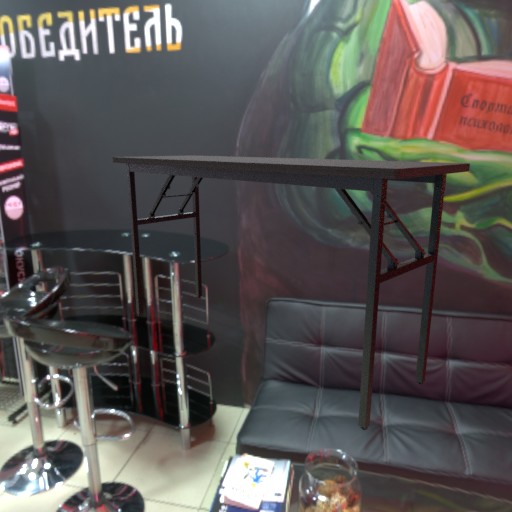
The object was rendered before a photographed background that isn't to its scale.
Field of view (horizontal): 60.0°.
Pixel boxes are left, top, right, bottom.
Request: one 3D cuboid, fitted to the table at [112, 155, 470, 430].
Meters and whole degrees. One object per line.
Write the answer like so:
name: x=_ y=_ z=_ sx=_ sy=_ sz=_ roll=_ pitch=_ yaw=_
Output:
table: x=0.000 y=0.000 z=1.763 sx=0.449 sy=0.750 sz=1.399 roll=-14 pitch=19 yaw=-43
